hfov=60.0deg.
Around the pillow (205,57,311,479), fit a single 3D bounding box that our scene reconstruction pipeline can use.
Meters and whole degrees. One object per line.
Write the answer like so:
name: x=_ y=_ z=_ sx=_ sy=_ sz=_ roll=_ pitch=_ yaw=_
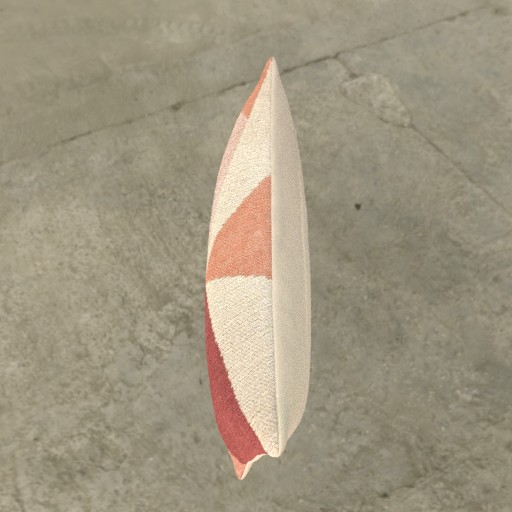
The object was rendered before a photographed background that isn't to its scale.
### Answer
pillow: x=0.000 y=0.000 z=0.696 sx=0.155 sy=0.292 sz=0.609 roll=0 pitch=59 yaw=0
